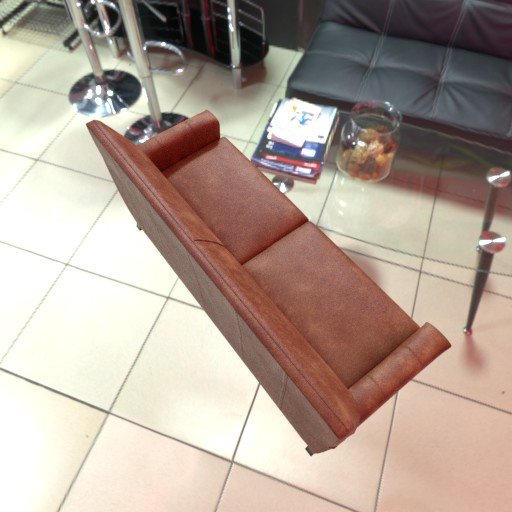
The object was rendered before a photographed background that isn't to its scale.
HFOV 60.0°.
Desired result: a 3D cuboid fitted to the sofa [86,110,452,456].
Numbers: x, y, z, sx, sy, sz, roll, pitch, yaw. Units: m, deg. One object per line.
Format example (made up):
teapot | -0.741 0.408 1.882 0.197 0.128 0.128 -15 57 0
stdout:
sofa | 0.000 0.000 2.502 0.805 0.947 2.053 -33 63 -19
